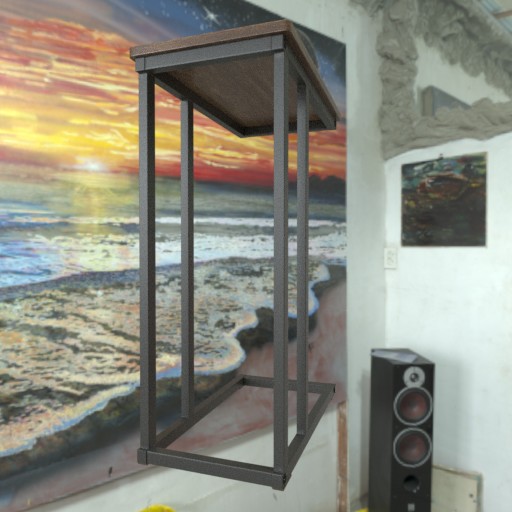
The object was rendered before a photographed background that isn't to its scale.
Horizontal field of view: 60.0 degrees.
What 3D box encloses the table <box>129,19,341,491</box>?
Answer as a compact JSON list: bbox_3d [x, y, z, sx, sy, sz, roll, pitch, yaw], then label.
[{"bbox_3d":[0.000,0.000,0.846,0.254,0.637,0.450,0,1,19],"label":"table"}]
